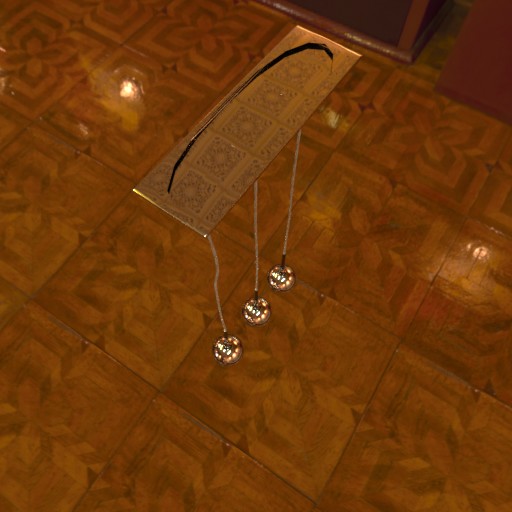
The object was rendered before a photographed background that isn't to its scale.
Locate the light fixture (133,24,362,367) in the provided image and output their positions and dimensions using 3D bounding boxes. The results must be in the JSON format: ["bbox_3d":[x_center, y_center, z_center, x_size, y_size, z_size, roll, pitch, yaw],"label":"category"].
[{"bbox_3d":[0.000,0.000,1.617,0.188,1.408,0.623,33,69,15],"label":"light fixture"}]
